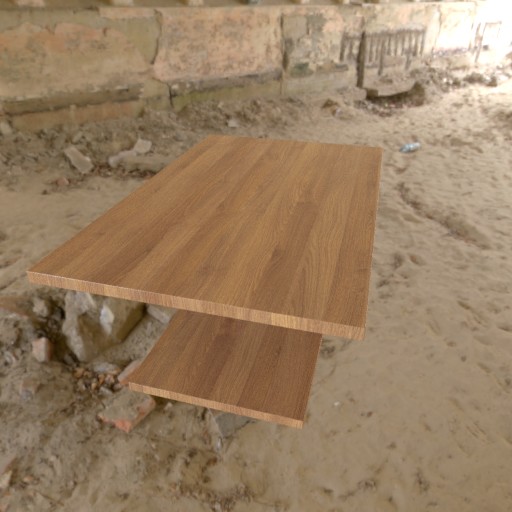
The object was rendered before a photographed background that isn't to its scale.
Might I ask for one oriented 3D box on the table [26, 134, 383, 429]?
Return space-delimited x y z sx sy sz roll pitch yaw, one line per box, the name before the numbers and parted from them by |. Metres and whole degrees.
table | 0.000 0.000 1.420 0.700 0.442 1.100 8 31 13
